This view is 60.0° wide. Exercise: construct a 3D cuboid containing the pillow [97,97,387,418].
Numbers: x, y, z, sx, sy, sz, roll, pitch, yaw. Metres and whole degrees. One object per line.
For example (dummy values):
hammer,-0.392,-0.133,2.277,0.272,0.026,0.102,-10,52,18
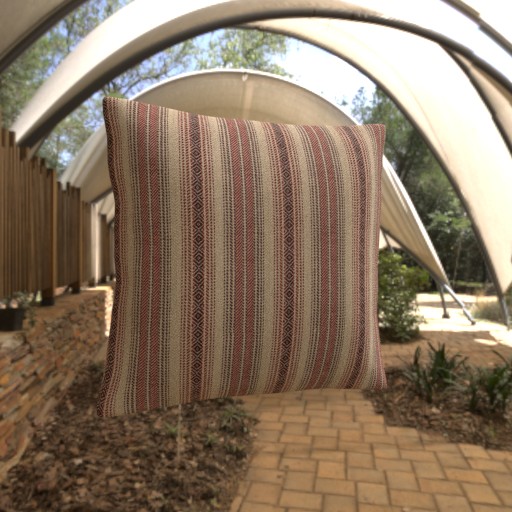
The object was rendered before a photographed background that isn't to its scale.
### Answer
pillow,0.000,0.000,0.760,0.513,0.497,0.166,0,0,-17
